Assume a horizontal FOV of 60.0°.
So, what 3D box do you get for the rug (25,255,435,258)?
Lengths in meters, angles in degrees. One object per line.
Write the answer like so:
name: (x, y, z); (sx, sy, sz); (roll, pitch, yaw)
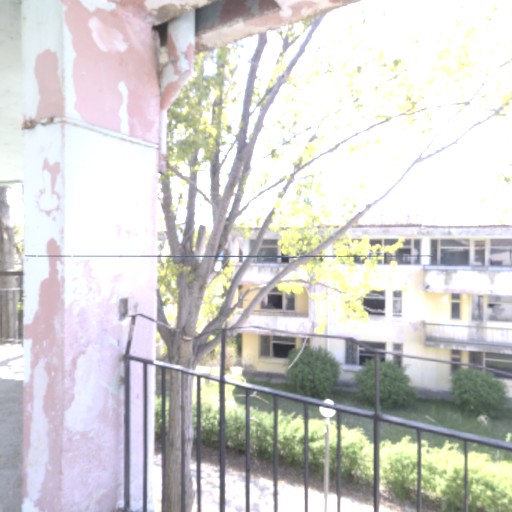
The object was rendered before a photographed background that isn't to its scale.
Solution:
rug: (0.000, 0.000, 3.842); (2.277, 0.020, 2.867); (0, 0, 35)
